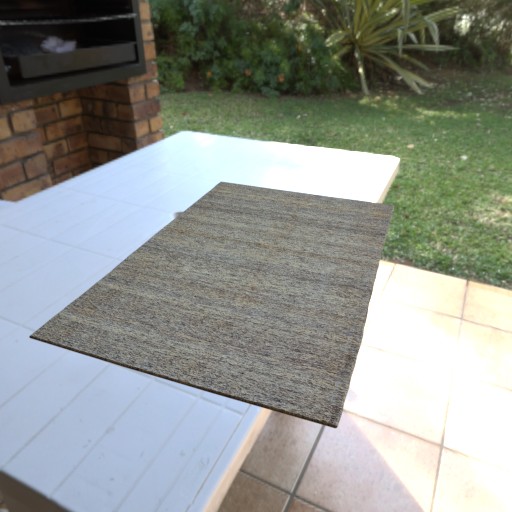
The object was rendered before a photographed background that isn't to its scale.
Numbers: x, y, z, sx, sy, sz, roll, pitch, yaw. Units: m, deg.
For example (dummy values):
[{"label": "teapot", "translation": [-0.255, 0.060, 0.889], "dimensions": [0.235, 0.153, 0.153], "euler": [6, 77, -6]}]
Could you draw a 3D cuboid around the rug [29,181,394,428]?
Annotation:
[{"label": "rug", "translation": [0.000, 0.000, 2.312], "dimensions": [1.243, 0.014, 1.846], "euler": [11, 32, 18]}]
